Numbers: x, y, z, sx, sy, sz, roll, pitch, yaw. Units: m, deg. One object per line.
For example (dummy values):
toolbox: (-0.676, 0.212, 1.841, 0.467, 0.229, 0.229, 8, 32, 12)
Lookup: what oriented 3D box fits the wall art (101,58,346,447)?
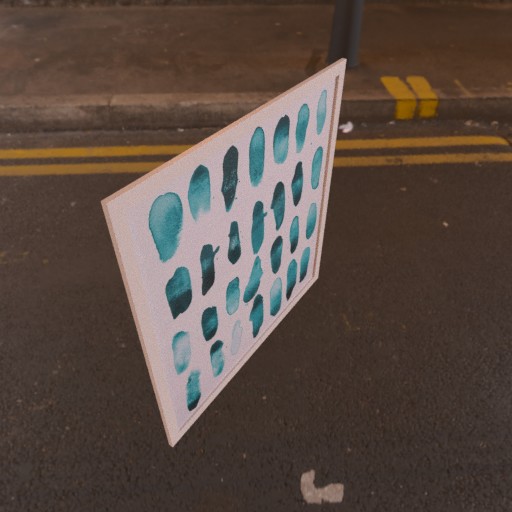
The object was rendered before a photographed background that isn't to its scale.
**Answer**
wall art: (0.000, 0.000, 1.199, 0.013, 0.813, 0.812, 25, 48, 26)
